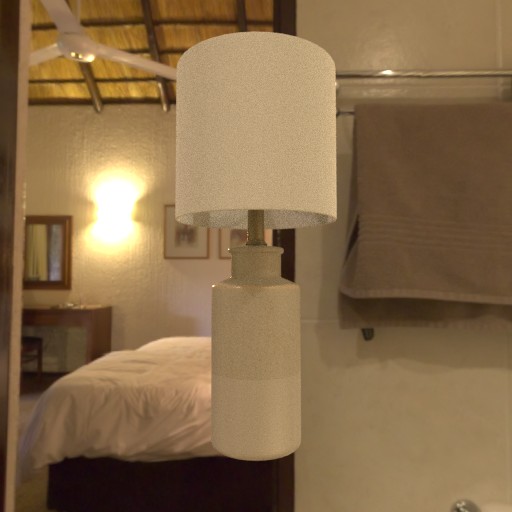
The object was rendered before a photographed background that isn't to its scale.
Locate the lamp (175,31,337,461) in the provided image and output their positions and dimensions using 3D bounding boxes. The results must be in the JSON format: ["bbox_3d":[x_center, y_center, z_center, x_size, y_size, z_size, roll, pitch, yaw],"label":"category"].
[{"bbox_3d":[0.000,0.000,0.590,0.212,0.493,0.212,2,-3,-35],"label":"lamp"}]
